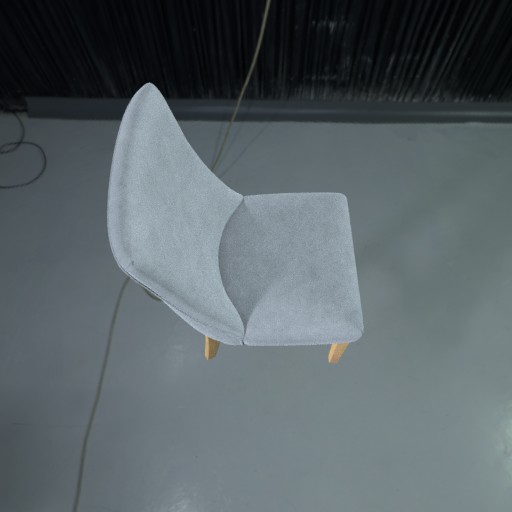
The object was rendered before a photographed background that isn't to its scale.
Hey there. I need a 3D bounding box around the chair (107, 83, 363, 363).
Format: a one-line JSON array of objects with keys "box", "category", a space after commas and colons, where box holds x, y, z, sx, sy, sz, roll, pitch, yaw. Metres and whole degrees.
[{"box": [0.000, 0.000, 1.317, 0.610, 0.902, 0.495, -1, 64, -1], "category": "chair"}]
